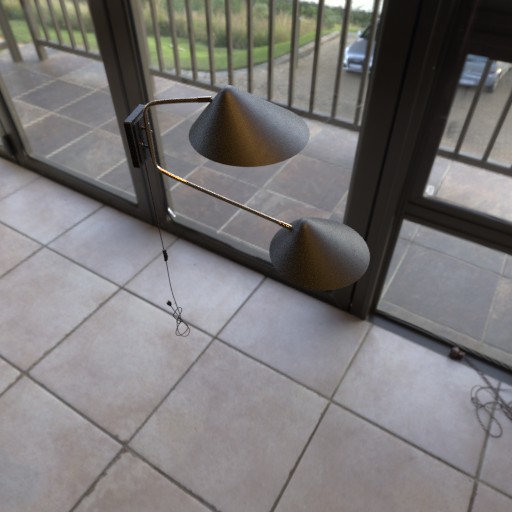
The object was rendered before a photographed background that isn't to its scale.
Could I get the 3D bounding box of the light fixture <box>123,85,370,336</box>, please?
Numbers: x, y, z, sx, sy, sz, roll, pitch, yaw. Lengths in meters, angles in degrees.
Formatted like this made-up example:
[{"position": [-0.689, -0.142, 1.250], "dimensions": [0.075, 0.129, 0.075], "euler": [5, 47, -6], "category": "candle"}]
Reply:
[{"position": [0.000, 0.000, 0.862], "dimensions": [0.422, 0.665, 0.189], "euler": [9, 46, 9], "category": "light fixture"}]
